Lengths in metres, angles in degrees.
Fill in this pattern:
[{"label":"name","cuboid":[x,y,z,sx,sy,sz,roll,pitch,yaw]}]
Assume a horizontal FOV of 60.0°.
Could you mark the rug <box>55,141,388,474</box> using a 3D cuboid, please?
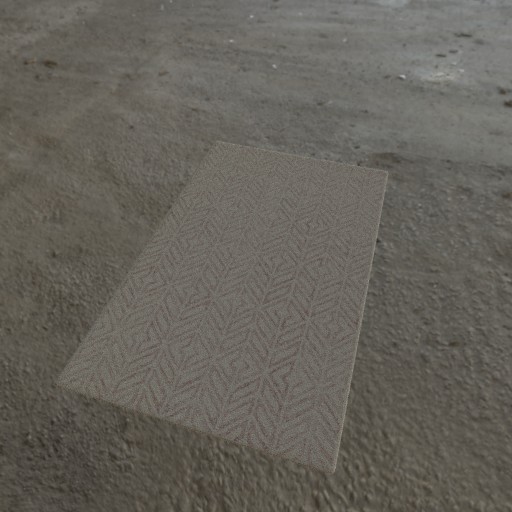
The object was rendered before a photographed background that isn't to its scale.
[{"label":"rug","cuboid":[0.000,0.000,3.012,1.523,0.008,2.438,13,49,12]}]
